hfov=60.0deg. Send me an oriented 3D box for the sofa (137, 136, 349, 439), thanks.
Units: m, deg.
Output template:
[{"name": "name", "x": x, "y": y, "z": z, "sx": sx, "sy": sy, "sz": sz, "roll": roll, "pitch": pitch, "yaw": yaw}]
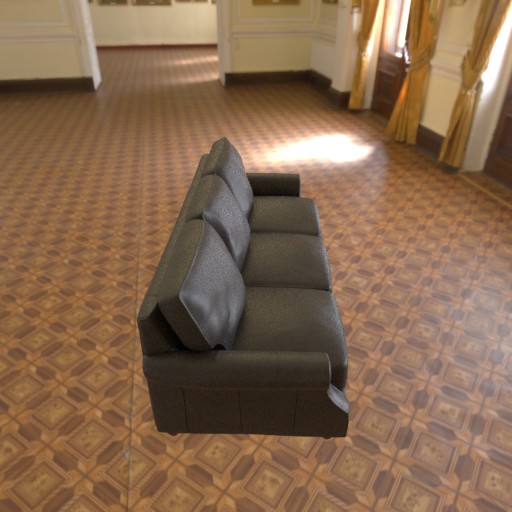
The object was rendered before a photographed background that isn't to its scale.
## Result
[{"name": "sofa", "x": 0.000, "y": 0.000, "z": 2.939, "sx": 0.974, "sy": 0.977, "sz": 2.387, "roll": 1, "pitch": 31, "yaw": 1}]
